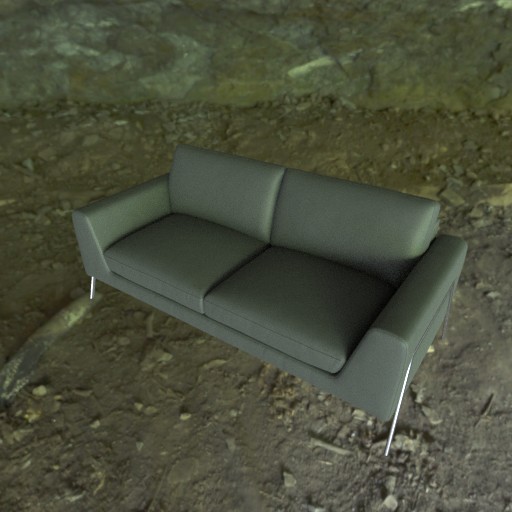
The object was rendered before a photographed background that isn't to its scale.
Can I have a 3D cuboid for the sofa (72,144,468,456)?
[{"bbox_3d":[0.000,0.000,2.506,2.017,0.875,0.953,20,36,30],"label":"sofa"}]
